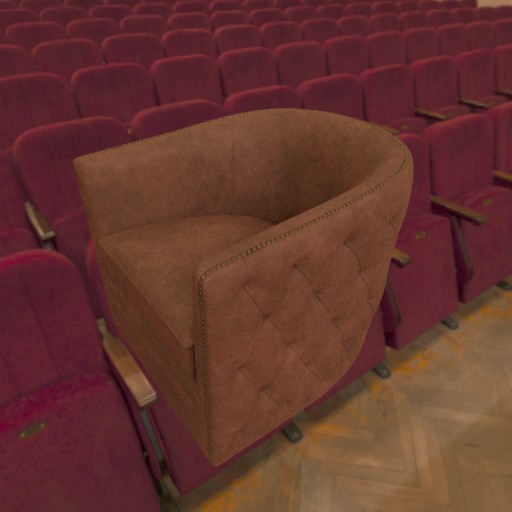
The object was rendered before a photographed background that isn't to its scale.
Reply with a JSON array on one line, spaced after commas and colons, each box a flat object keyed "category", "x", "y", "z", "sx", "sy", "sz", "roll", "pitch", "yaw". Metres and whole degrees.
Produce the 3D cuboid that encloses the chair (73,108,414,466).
[{"category": "chair", "x": 0.000, "y": 0.000, "z": 1.505, "sx": 0.870, "sy": 0.790, "sz": 0.850, "roll": -22, "pitch": 38, "yaw": -30}]
